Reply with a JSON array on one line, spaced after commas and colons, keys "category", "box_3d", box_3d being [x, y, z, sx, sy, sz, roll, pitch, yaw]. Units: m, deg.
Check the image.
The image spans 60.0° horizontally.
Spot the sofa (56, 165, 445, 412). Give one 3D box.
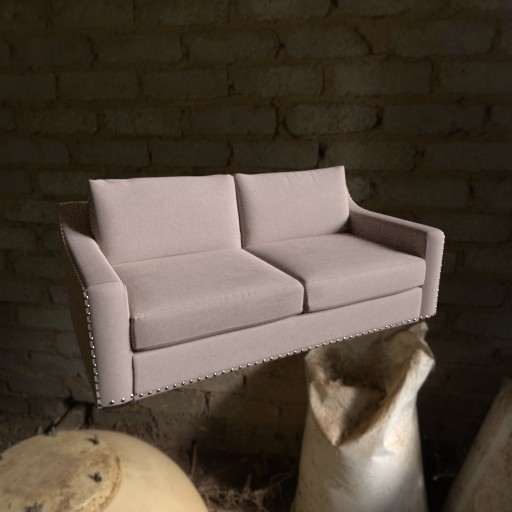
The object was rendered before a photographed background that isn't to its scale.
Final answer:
[{"category": "sofa", "box_3d": [0.000, 0.000, 2.535, 1.967, 0.901, 1.030, -9, 19, -27]}]
